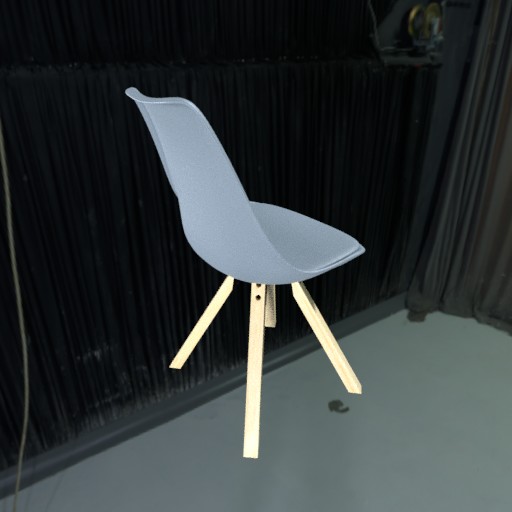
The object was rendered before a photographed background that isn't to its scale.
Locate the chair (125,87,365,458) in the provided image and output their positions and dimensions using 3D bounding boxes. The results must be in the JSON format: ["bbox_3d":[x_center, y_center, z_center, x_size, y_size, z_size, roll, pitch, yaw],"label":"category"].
[{"bbox_3d":[0.000,0.000,1.174,0.549,0.850,0.485,-18,31,-32],"label":"chair"}]
